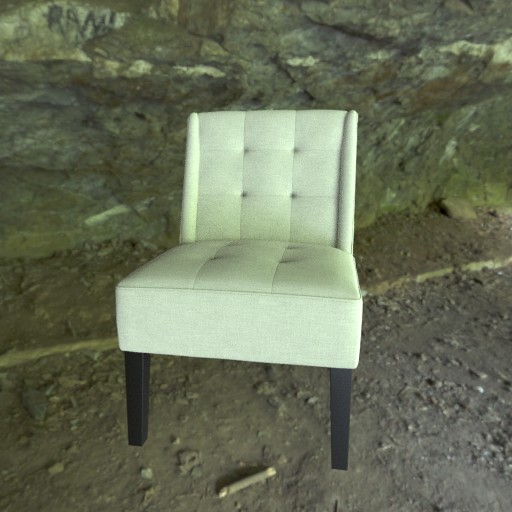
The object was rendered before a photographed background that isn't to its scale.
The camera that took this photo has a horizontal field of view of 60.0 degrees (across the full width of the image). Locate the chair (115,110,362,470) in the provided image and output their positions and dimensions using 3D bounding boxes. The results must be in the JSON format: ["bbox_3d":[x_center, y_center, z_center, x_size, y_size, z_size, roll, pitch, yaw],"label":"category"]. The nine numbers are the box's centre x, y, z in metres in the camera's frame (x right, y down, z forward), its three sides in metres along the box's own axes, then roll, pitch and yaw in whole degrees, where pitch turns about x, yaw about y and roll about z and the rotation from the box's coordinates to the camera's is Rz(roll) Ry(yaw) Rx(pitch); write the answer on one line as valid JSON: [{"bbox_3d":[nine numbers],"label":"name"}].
[{"bbox_3d":[0.000,0.000,1.280,0.569,0.853,0.676,2,13,10],"label":"chair"}]
